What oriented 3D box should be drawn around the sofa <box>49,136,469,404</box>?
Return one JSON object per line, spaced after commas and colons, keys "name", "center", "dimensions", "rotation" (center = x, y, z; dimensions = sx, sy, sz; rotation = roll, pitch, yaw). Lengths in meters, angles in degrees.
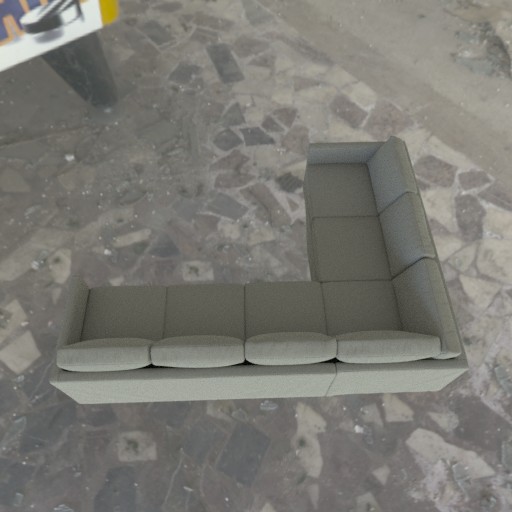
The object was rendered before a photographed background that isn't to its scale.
{"name": "sofa", "center": [0.000, 0.000, 4.162], "dimensions": [3.182, 0.871, 2.432], "rotation": [-1, 58, -1]}
